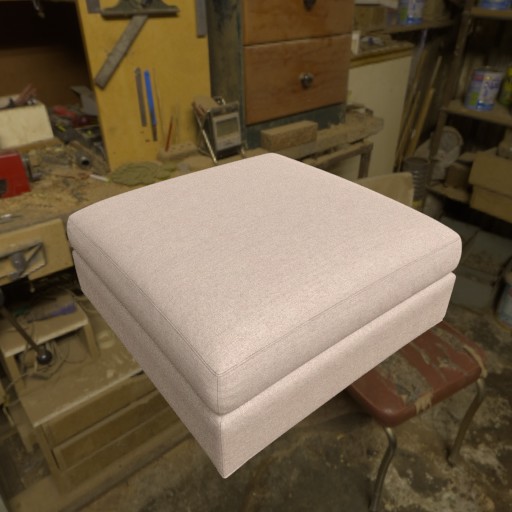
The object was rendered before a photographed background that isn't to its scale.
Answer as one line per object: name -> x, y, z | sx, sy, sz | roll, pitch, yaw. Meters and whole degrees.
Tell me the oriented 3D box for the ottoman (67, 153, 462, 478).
ottoman -> 0.000, 0.000, 1.626 | 1.041, 0.470, 1.041 | -23, 39, -32
